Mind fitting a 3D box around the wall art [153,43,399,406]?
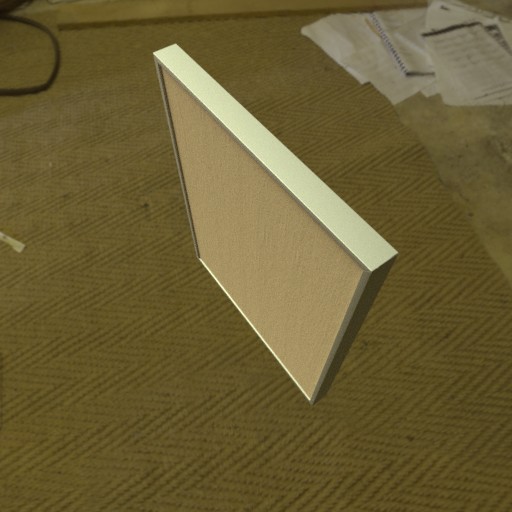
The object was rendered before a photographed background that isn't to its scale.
[{"bbox_3d":[0.000,0.000,0.776,0.039,0.553,0.445,-32,63,-18],"label":"wall art"}]
